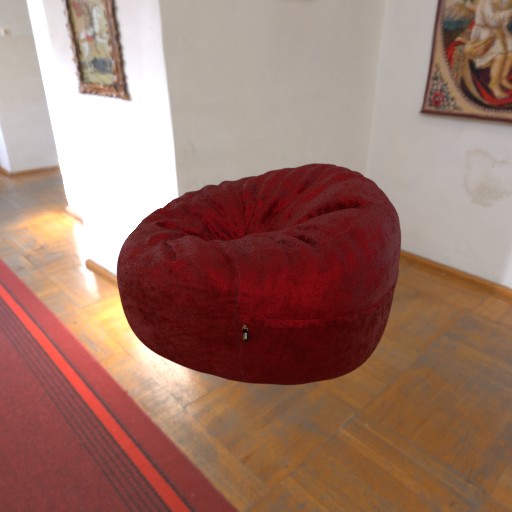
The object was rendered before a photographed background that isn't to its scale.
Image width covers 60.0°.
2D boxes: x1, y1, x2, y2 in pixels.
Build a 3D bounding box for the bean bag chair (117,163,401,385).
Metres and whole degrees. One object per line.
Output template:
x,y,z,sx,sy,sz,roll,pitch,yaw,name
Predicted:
0.000,0.000,2.523,1.524,0.878,1.524,1,27,2,bean bag chair
